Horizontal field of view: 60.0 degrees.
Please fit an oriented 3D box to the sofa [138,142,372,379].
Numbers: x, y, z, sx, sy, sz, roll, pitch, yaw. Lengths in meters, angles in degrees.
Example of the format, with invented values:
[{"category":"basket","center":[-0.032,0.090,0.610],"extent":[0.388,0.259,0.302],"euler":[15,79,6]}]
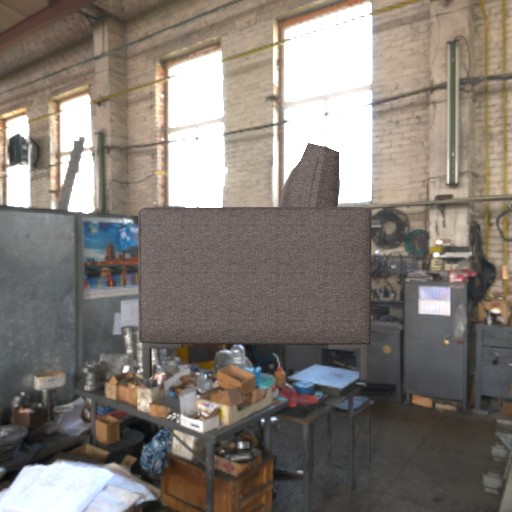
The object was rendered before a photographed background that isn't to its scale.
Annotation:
[{"category":"sofa","center":[0.000,0.000,2.705],"extent":[0.876,0.882,2.253],"euler":[0,0,1]}]
